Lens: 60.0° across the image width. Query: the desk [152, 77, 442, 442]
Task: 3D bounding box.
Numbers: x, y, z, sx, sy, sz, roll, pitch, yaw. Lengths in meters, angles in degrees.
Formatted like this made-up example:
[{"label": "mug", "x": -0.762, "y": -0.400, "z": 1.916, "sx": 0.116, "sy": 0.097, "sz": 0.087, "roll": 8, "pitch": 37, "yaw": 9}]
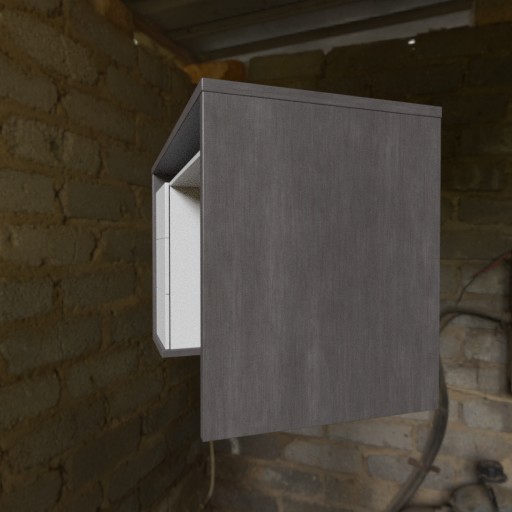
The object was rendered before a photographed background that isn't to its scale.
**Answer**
[{"label": "desk", "x": 0.000, "y": 0.000, "z": 1.525, "sx": 0.600, "sy": 0.750, "sz": 1.100, "roll": 0, "pitch": 1, "yaw": -18}]
